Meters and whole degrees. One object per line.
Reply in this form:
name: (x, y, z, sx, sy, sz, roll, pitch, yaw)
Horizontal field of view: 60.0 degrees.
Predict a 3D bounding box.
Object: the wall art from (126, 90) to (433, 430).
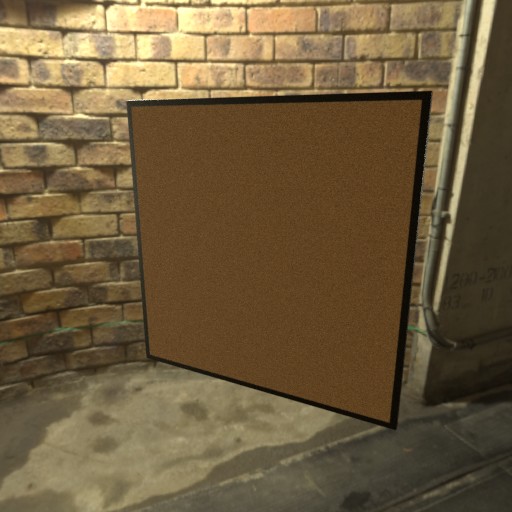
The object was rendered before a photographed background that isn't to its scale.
wall art: (0.000, 0.000, 0.676, 0.457, 0.458, 0.012, 8, 18, 26)
